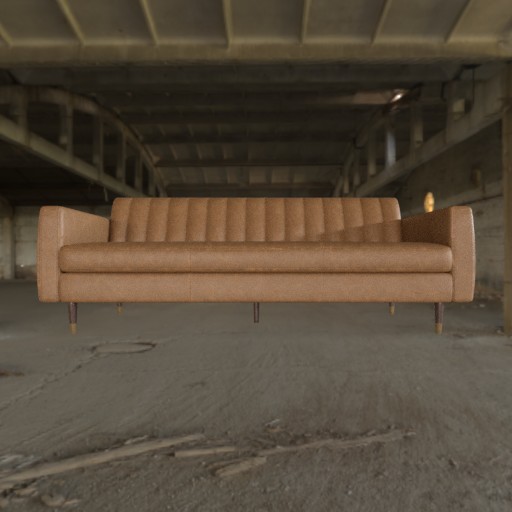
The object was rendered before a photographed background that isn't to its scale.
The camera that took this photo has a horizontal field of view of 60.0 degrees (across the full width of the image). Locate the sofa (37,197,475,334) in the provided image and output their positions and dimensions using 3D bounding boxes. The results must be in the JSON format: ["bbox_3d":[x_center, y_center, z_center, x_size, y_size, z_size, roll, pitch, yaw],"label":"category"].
[{"bbox_3d":[0.000,0.000,2.716,2.291,0.821,0.990,0,0,0],"label":"sofa"}]
